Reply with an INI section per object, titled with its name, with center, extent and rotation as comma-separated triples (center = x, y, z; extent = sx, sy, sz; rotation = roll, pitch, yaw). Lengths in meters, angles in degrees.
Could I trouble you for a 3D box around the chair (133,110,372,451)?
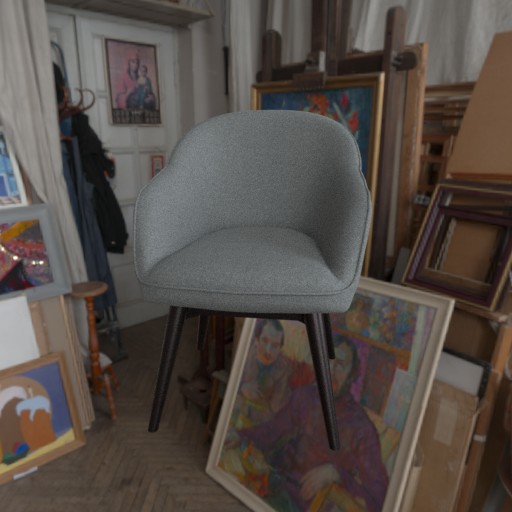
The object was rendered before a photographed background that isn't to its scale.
[chair]
center = 0.000, 0.000, 1.242
extent = 0.589, 0.810, 0.611
rotation = 2, 15, 8
